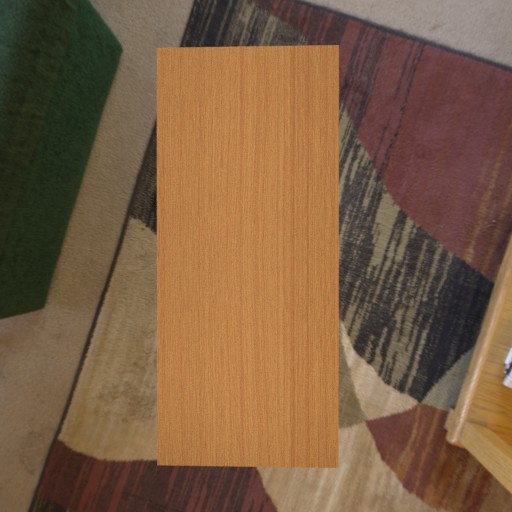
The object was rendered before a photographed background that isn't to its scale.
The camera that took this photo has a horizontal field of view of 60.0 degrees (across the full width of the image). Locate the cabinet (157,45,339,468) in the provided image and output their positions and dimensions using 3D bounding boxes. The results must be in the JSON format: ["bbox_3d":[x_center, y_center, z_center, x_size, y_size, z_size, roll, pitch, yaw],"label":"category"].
[{"bbox_3d":[0.000,0.000,1.622,0.470,1.016,1.057,0,90,2],"label":"cabinet"}]
